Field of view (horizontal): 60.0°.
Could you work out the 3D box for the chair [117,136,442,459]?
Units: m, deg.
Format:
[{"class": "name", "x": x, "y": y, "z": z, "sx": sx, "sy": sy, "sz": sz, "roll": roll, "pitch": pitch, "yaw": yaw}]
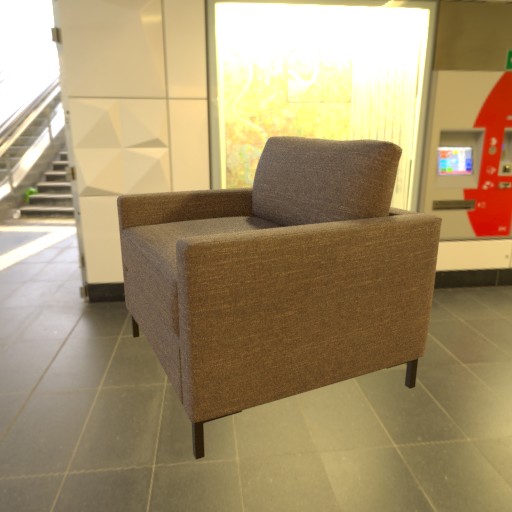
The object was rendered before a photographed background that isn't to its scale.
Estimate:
[{"class": "chair", "x": 0.000, "y": 0.000, "z": 1.622, "sx": 0.845, "sy": 0.841, "sz": 0.940, "roll": -8, "pitch": 17, "yaw": -25}]
